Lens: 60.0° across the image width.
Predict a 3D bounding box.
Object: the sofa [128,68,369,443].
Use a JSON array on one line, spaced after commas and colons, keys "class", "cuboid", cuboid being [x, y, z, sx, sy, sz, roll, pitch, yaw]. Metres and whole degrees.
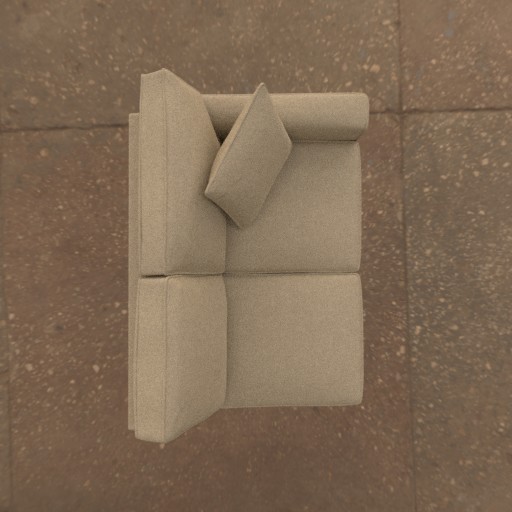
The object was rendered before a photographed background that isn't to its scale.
[{"class": "sofa", "cuboid": [0.000, 0.000, 2.026, 0.991, 0.989, 1.388, 0, 90, 0]}]
